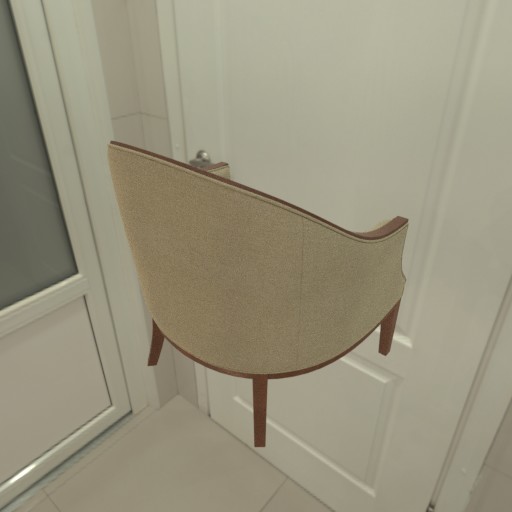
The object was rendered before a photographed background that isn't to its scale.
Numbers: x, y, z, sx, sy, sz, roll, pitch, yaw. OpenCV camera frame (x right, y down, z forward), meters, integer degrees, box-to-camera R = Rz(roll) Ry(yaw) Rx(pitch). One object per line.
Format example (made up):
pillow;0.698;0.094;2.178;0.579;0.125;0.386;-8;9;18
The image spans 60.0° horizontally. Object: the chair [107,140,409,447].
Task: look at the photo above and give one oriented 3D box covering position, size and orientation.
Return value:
chair;0.000;0.000;1.458;0.803;0.876;0.735;24;39;33
